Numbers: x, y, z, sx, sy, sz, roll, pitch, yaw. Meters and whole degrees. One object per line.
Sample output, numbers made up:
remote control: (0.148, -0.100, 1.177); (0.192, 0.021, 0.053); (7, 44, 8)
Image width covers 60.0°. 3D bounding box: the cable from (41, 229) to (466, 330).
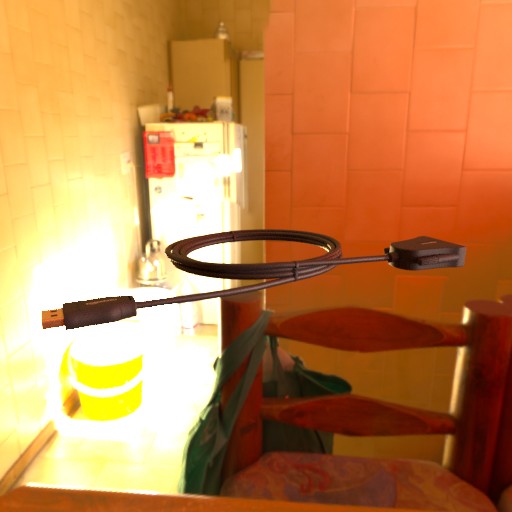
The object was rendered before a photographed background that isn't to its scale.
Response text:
cable: (0.000, 0.000, 0.319); (0.281, 0.015, 0.136); (-7, 17, -25)
